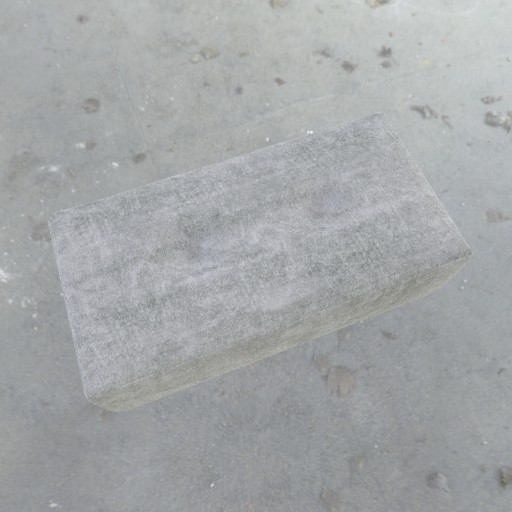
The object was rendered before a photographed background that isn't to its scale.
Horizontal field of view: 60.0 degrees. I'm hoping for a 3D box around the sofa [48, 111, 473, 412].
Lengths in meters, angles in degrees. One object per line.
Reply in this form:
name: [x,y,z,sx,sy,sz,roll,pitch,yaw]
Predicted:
sofa: [0.000,0.000,1.159,0.930,0.330,0.480,-19,67,-8]
